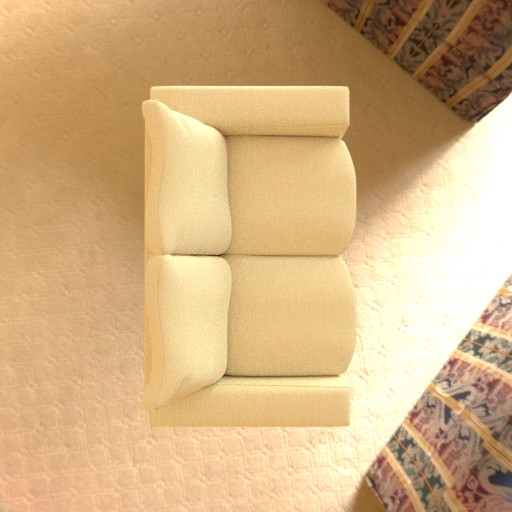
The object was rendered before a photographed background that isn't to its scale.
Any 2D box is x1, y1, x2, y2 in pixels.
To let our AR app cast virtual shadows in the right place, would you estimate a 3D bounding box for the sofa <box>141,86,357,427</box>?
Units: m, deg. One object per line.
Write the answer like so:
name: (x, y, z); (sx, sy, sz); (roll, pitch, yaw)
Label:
sofa: (0.000, 0.000, 2.367); (1.091, 0.875, 1.754); (0, 89, 0)
